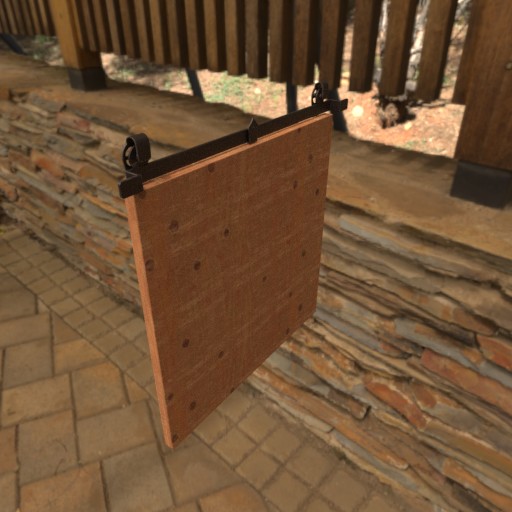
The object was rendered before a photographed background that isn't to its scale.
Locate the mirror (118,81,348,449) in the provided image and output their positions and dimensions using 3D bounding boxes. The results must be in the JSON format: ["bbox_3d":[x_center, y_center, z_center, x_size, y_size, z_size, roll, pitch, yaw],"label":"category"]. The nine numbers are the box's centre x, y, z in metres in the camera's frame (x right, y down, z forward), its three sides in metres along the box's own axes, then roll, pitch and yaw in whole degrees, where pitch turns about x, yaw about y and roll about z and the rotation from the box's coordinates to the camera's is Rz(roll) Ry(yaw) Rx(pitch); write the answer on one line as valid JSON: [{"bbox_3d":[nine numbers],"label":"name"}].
[{"bbox_3d":[0.000,0.000,1.188,0.054,0.800,0.805,22,37,31],"label":"mirror"}]
